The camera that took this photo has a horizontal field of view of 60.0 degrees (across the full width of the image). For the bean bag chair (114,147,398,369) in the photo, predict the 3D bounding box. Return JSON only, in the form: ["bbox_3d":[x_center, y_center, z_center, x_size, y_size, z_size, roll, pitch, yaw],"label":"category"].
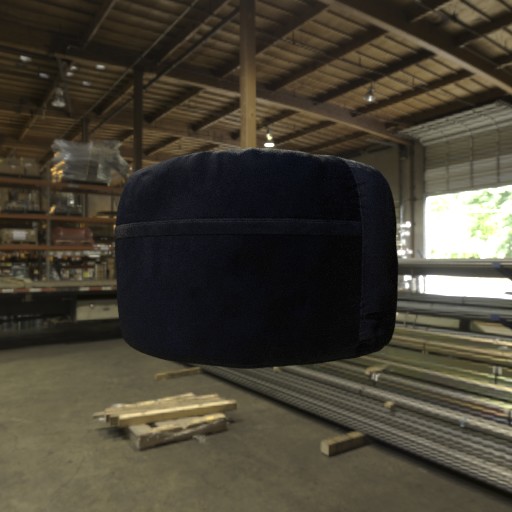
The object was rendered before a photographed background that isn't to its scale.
[{"bbox_3d":[0.000,0.000,1.997,1.219,0.762,1.219,0,0,0],"label":"bean bag chair"}]
